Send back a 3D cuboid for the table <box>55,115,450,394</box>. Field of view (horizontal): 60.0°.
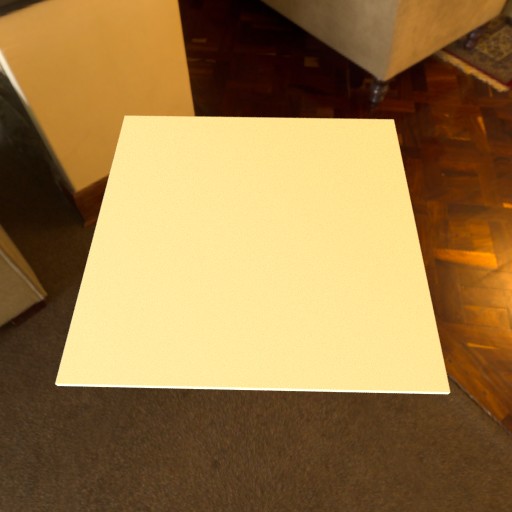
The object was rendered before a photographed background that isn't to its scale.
[{"bbox_3d":[0.000,0.000,1.361,0.890,0.305,0.890,1,58,1],"label":"table"}]
